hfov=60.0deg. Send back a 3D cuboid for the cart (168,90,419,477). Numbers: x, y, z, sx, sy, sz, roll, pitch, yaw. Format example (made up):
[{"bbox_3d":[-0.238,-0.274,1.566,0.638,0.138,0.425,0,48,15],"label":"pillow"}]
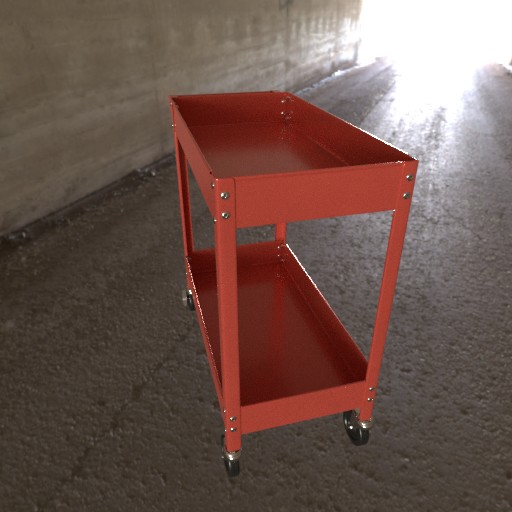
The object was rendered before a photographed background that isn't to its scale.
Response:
[{"bbox_3d":[0.000,0.000,1.170,0.366,0.719,0.779,-8,30,-13],"label":"cart"}]
